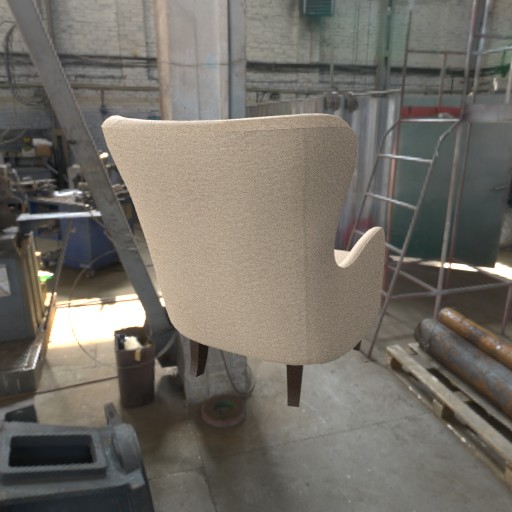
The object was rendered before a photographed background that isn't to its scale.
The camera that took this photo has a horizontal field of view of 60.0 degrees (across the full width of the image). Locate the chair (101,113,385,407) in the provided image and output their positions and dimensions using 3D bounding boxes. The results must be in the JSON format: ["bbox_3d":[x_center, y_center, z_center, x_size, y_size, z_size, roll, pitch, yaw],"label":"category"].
[{"bbox_3d":[0.000,0.000,1.767,0.861,1.064,0.984,9,19,26],"label":"chair"}]
